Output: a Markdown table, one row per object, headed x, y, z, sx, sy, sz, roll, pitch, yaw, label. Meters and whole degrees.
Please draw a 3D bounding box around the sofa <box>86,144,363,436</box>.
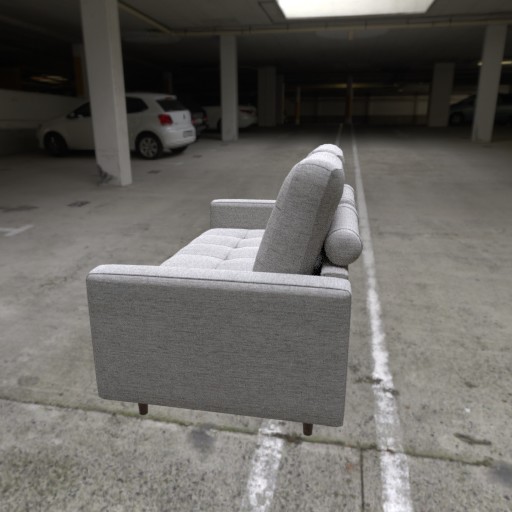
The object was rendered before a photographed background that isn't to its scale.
| x | y | z | sx | sy | sz | roll | pitch | yaw | label |
| --- | --- | --- | --- | --- | --- | --- | --- | --- | --- |
| 0.000 | 0.000 | 1.930 | 0.842 | 0.907 | 1.407 | 3 | 17 | 10 | sofa |
